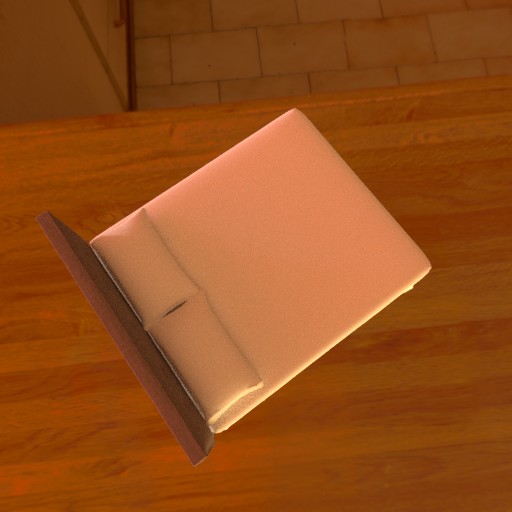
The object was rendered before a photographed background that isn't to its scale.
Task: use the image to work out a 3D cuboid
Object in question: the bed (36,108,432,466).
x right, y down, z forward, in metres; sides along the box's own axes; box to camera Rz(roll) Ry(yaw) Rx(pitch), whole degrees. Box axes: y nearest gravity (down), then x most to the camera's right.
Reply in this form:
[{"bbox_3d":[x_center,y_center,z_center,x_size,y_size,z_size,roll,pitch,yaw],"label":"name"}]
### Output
[{"bbox_3d":[0.000,0.000,2.938,1.894,1.089,1.610,-35,78,-9],"label":"bed"}]
